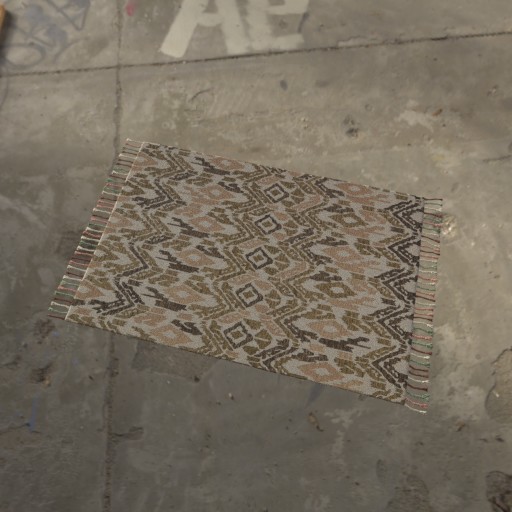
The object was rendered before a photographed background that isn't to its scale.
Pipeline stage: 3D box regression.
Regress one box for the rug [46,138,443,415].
[{"bbox_3d":[0.000,0.000,3.017,2.438,0.008,1.524,12,66,6],"label":"rug"}]
